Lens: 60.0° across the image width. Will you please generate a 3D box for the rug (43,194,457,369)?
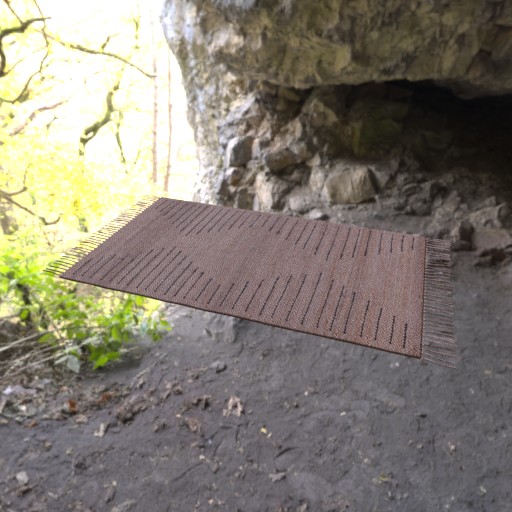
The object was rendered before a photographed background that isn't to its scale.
[{"bbox_3d":[0.000,0.000,2.050,1.718,0.017,0.905,10,33,16],"label":"rug"}]
